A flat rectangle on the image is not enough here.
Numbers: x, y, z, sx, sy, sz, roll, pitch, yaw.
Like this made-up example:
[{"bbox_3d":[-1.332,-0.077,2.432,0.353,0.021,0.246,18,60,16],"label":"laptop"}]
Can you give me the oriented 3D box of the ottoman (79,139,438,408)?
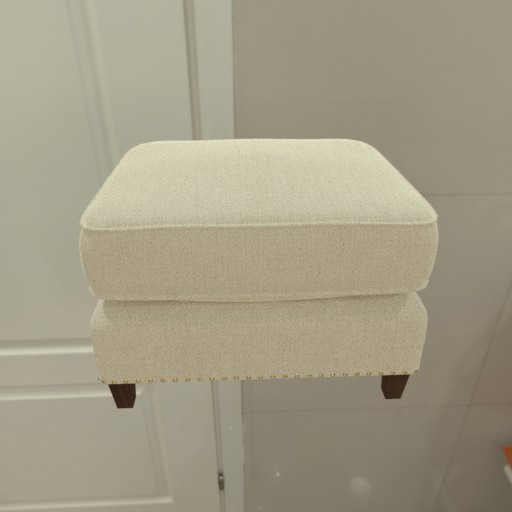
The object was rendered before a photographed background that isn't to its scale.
[{"bbox_3d":[0.000,0.000,1.165,0.738,0.537,0.589,-1,30,-2],"label":"ottoman"}]
